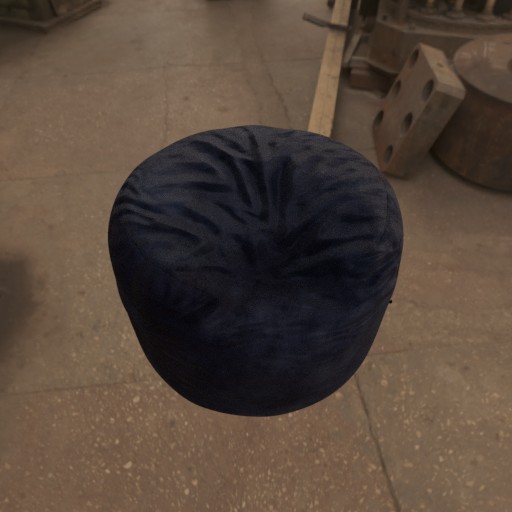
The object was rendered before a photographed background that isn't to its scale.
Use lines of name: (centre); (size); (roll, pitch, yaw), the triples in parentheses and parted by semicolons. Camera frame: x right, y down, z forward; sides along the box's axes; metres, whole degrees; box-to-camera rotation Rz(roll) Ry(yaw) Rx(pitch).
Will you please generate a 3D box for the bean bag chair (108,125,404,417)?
bean bag chair: (0.000, 0.000, 1.509); (0.918, 0.616, 0.918); (0, 46, 0)
